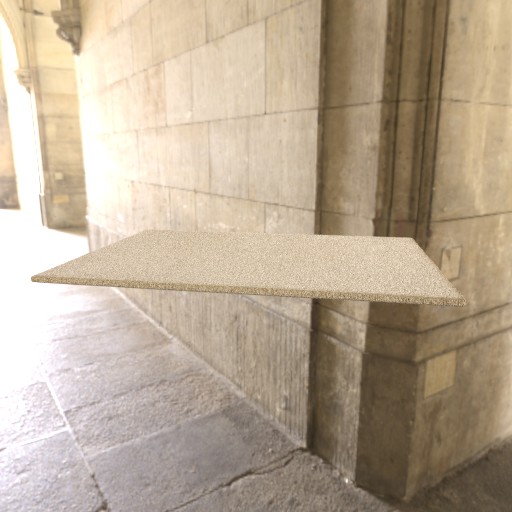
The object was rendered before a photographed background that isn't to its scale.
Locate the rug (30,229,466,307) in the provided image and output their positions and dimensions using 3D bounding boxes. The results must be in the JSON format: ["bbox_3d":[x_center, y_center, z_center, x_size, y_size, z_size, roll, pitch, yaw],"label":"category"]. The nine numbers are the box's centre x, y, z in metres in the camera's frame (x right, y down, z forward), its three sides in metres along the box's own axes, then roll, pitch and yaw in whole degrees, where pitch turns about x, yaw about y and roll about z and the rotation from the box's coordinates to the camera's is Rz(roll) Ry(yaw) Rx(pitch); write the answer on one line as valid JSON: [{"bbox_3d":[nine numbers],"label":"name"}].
[{"bbox_3d":[0.000,0.000,2.346,1.778,0.030,1.219,2,13,10],"label":"rug"}]
